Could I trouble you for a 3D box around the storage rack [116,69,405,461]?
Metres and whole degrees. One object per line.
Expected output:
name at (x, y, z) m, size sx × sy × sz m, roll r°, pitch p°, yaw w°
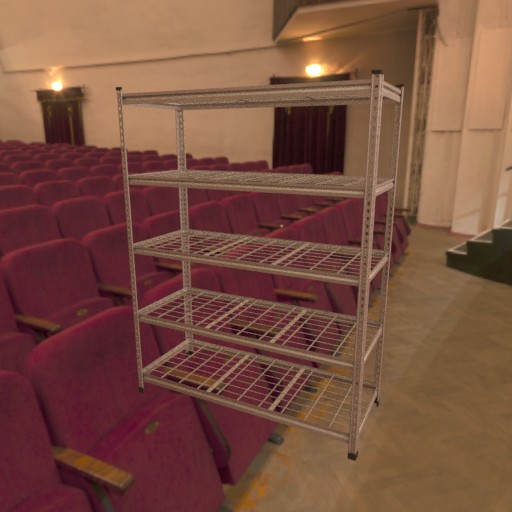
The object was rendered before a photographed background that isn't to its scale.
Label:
storage rack at (0.000, 0.000, 2.749) m, size 1.524 × 1.981 × 0.610 m, roll 7°, pitch 17°, yaw 26°
